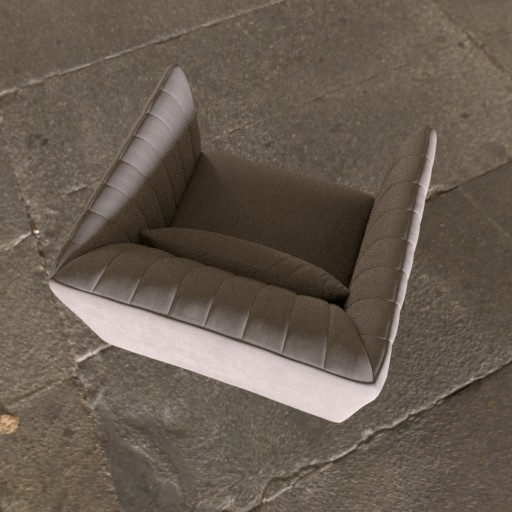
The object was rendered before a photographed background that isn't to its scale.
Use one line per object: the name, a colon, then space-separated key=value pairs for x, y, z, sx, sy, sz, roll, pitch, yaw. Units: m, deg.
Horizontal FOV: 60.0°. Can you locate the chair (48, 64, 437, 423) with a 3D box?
chair: x=0.000 y=0.000 z=1.601 sx=0.981 sy=0.779 sz=0.873 roll=17 pitch=65 yaw=8
